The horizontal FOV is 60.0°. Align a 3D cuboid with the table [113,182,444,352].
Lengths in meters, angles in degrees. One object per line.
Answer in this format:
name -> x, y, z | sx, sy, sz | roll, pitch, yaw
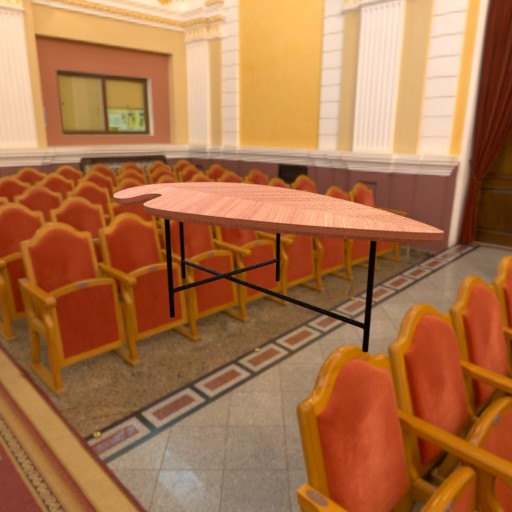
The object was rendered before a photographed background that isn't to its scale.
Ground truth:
table -> 0.000, 0.000, 1.448 | 0.598, 0.360, 1.199 | -15, 22, -42
